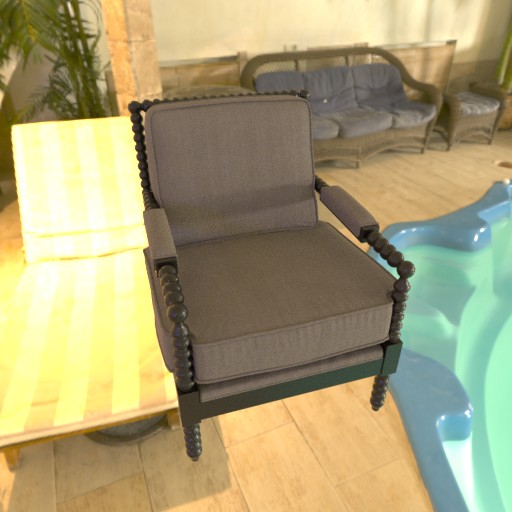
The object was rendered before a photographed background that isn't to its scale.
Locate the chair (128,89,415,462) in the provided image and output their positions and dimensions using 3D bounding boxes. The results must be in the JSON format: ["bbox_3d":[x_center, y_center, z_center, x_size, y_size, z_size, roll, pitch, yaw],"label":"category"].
[{"bbox_3d":[0.000,0.000,1.107,0.540,0.661,0.622,-9,33,-15],"label":"chair"}]
